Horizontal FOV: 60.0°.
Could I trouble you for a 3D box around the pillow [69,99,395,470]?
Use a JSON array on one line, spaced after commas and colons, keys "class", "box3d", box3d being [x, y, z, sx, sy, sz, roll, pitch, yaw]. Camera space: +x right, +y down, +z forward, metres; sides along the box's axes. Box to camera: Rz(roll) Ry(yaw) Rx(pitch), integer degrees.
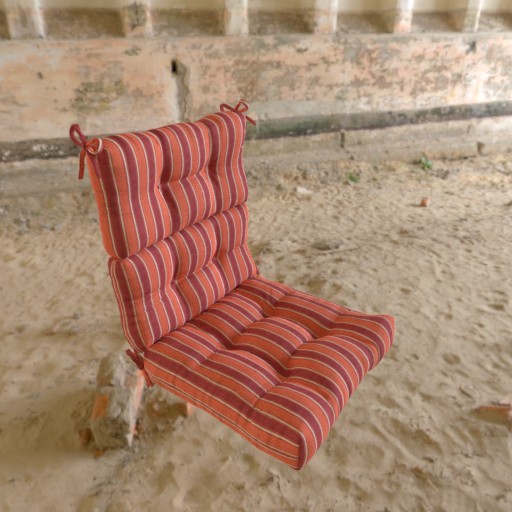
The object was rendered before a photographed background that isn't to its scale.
[{"class": "pillow", "box3d": [0.000, 0.000, 1.015, 0.571, 0.605, 0.519, 19, 33, 32]}]
